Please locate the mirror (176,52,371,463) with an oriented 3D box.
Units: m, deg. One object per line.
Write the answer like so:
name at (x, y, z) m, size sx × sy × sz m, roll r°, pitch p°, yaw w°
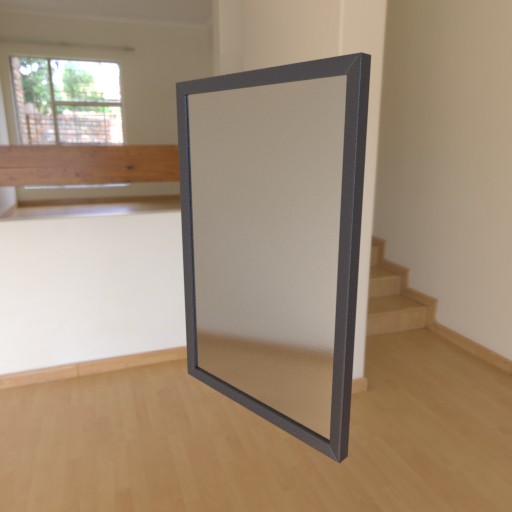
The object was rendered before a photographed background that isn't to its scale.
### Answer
mirror at (0.000, 0.000, 1.177) m, size 0.040 × 0.915 × 0.609 m, roll -14°, pitch 20°, yaw -43°
